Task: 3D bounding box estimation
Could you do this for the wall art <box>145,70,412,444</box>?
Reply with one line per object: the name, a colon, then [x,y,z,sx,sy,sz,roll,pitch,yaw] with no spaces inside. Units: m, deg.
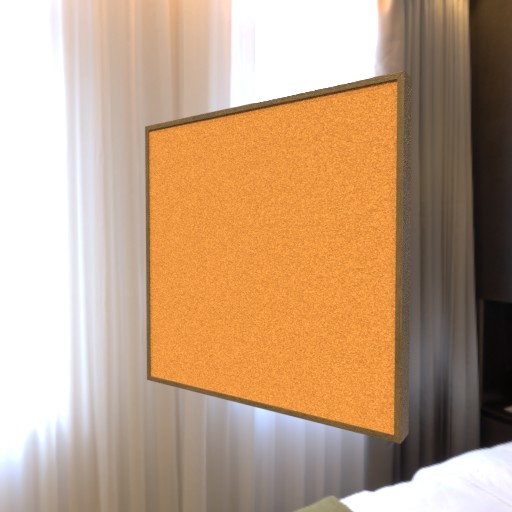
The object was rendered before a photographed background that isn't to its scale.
wall art: [0.000,0.000,0.760,0.507,0.507,0.037,1,2,34]
